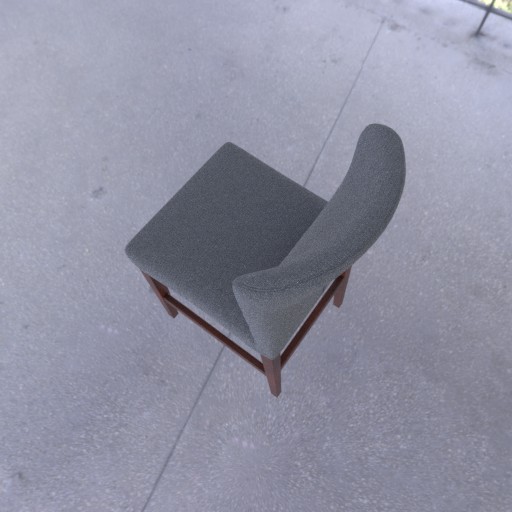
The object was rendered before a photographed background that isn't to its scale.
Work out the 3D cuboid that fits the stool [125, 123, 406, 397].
[{"bbox_3d":[0.000,0.000,1.279,0.568,0.968,0.479,34,69,15],"label":"stool"}]
